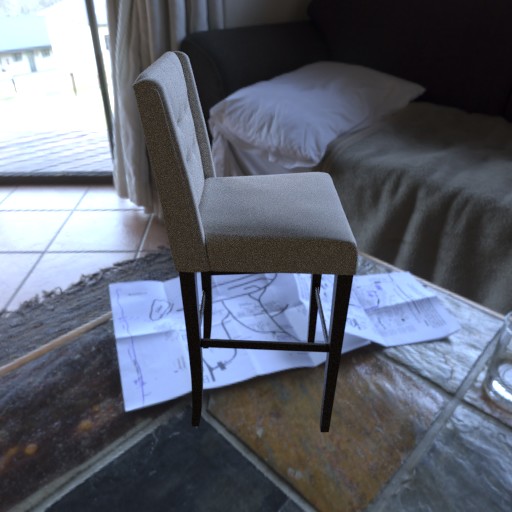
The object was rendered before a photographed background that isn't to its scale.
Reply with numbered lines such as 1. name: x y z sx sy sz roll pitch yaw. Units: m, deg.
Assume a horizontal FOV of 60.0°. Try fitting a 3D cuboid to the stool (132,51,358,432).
1. stool: 0.000 0.000 1.369 0.509 1.116 0.474 0 32 0
